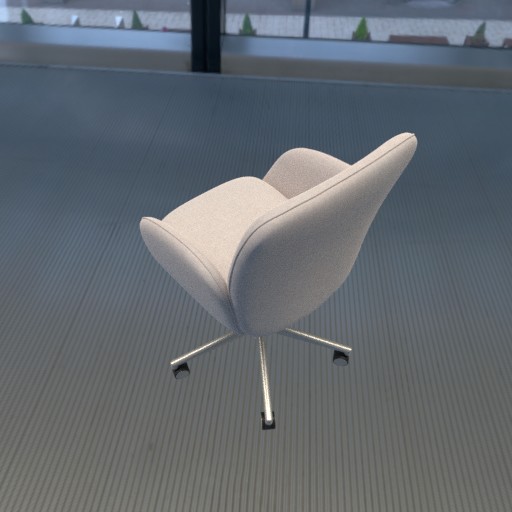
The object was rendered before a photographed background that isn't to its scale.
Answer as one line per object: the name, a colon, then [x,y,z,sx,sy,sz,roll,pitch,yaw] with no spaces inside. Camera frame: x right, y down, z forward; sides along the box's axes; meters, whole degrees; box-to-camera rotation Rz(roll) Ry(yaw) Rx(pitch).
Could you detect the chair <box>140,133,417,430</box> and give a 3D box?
chair: [0.000,0.000,1.350,0.648,0.959,0.633,-32,55,-27]
